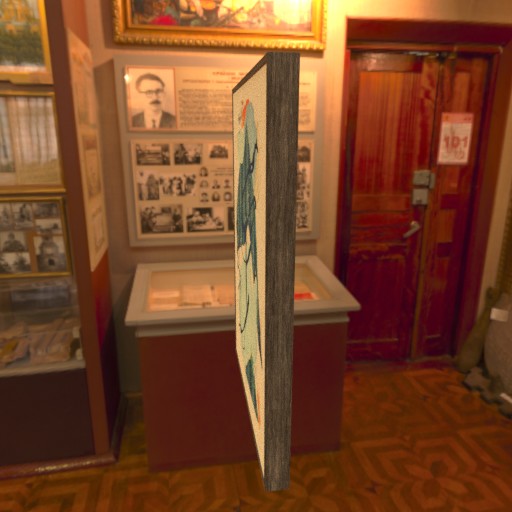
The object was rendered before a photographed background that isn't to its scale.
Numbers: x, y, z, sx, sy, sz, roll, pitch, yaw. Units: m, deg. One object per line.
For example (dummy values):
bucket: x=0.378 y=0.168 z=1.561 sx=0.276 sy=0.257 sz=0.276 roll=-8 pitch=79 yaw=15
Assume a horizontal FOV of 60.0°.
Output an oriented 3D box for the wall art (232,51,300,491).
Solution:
wall art: x=0.000 y=0.000 z=1.344 sx=0.063 sy=1.016 sz=0.762 roll=-2 pitch=16 yaw=-8
